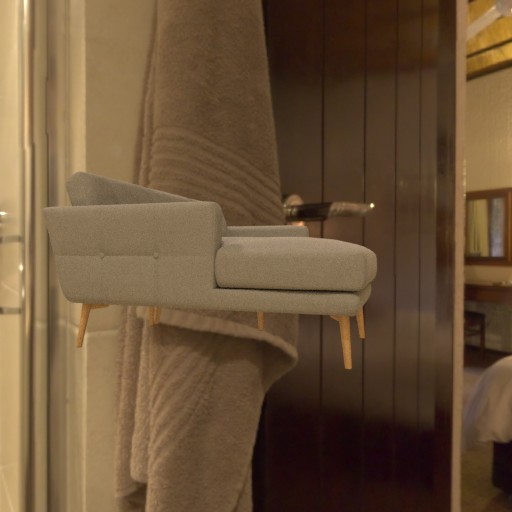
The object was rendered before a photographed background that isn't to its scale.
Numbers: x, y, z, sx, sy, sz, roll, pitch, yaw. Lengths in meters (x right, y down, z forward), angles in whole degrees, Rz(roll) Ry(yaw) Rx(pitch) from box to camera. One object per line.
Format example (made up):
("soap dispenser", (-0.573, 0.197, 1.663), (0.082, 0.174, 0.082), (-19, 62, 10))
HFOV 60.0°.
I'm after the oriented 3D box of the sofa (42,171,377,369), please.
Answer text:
("sofa", (0.000, 0.000, 2.831), (1.530, 0.860, 2.040), (0, 1, 18))
